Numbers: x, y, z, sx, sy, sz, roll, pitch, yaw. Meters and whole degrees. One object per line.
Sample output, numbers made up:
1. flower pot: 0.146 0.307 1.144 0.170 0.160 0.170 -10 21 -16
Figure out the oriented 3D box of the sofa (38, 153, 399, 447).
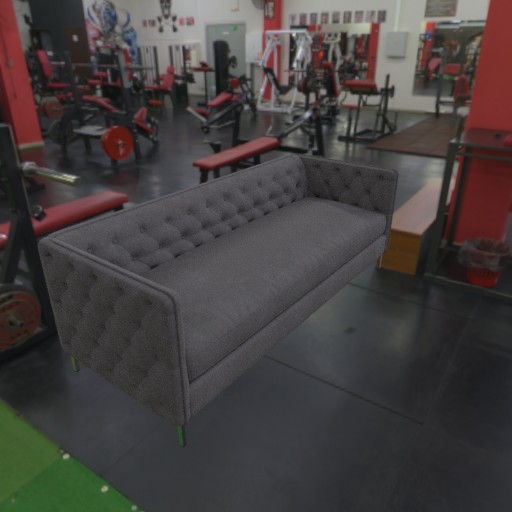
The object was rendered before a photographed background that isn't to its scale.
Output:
1. sofa: 0.000 0.000 2.704 0.895 0.771 2.209 18 31 33
